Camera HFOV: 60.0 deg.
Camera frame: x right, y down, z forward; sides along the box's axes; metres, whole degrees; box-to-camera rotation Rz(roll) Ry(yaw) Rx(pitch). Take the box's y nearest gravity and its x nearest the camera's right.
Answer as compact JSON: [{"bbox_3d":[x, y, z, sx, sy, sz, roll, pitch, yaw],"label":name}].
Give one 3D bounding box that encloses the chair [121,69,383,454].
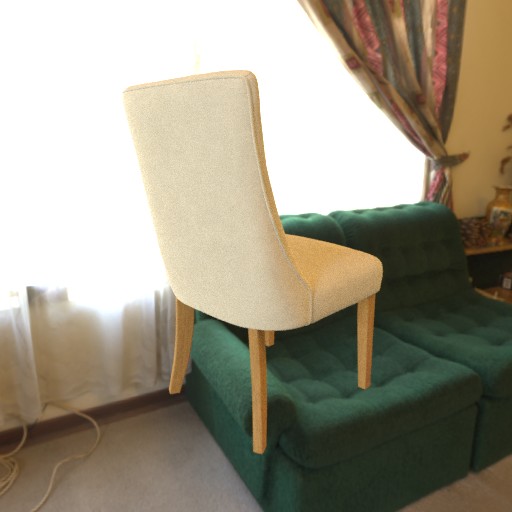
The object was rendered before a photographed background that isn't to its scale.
[{"bbox_3d":[0.000,0.000,1.265,0.610,0.902,0.495,-14,20,-43],"label":"chair"}]
